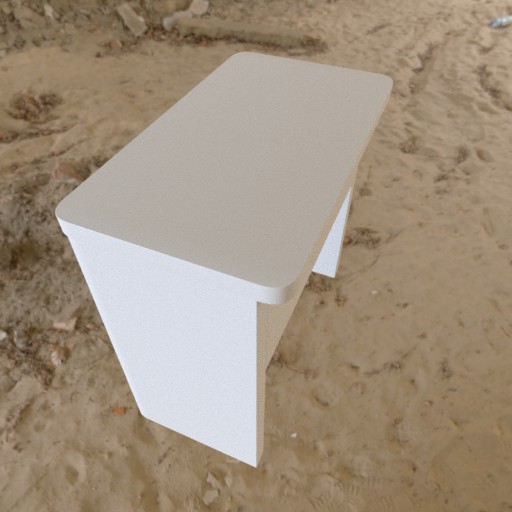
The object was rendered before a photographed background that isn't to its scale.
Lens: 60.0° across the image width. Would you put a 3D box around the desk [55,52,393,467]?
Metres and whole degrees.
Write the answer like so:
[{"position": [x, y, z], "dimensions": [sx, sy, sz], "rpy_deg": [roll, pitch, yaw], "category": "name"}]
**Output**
[{"position": [0.000, 0.000, 1.220], "dimensions": [0.446, 0.760, 0.790], "rpy_deg": [17, 48, 16], "category": "desk"}]
